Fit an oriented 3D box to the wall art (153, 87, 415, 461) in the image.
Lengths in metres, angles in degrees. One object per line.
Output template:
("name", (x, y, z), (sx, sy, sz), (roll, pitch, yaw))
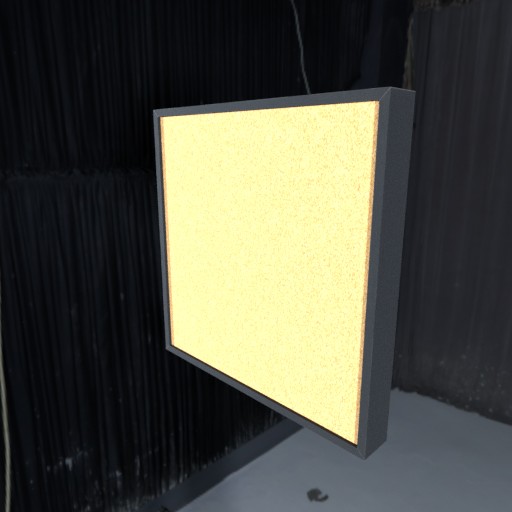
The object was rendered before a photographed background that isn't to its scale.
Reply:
("wall art", (0.000, 0.000, 0.465), (0.037, 0.305, 0.305), (-14, 20, -43))
